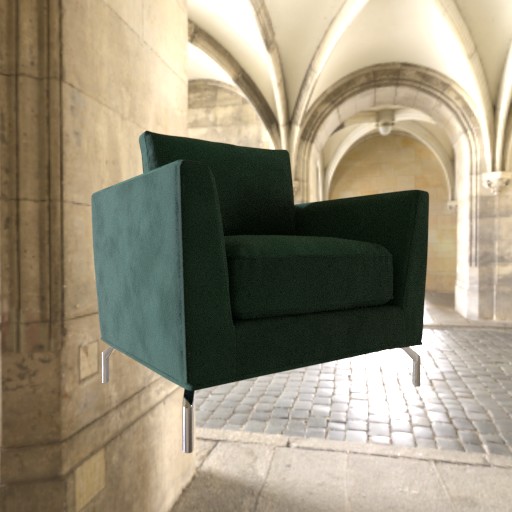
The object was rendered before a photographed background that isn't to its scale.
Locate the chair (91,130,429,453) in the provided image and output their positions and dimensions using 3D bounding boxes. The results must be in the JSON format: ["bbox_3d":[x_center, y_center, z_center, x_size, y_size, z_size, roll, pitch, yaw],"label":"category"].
[{"bbox_3d":[0.000,0.000,1.739,1.047,0.997,0.852,-1,1,-35],"label":"chair"}]
